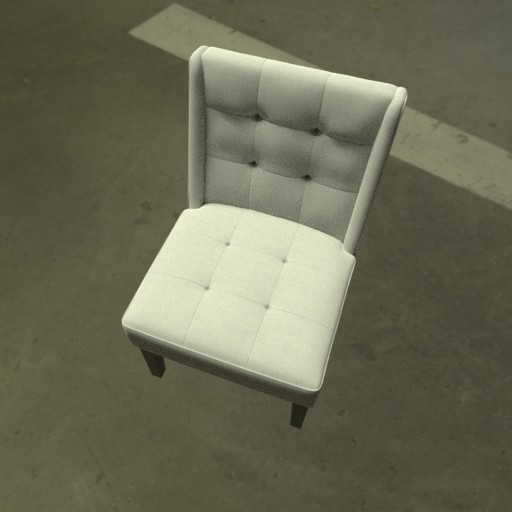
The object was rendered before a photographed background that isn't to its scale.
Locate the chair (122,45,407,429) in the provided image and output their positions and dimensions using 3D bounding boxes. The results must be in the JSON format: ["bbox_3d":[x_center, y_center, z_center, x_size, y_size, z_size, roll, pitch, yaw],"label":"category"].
[{"bbox_3d":[0.000,0.000,1.304,0.569,0.853,0.676,17,59,10],"label":"chair"}]
